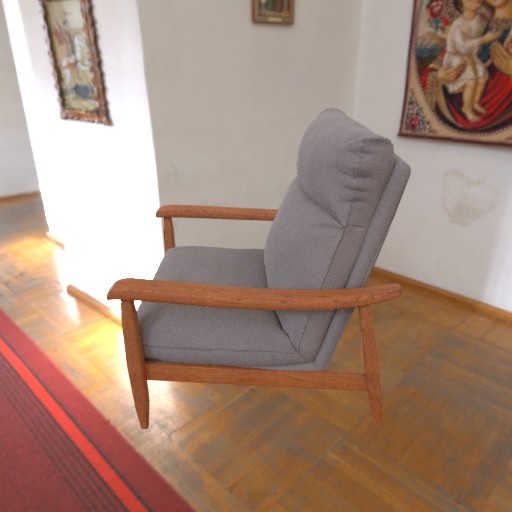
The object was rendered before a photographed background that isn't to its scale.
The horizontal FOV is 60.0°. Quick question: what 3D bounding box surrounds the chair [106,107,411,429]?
[{"bbox_3d":[0.000,0.000,1.541,0.816,0.922,0.782,0,25,0],"label":"chair"}]
